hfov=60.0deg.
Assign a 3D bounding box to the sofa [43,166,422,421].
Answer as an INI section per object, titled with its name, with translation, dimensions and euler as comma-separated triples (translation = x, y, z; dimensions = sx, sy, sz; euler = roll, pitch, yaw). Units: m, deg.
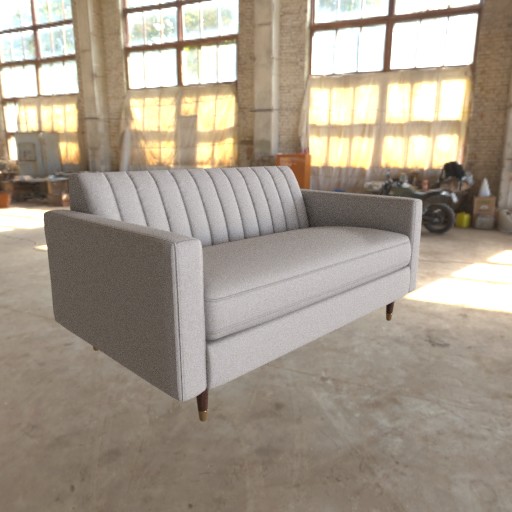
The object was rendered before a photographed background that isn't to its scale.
[sofa]
translation = 0.000, 0.000, 2.123
dimensions = 0.950, 0.801, 1.585
euler = 13, 19, 43
